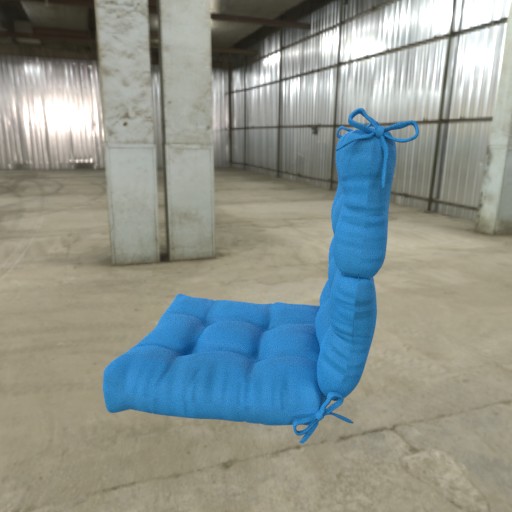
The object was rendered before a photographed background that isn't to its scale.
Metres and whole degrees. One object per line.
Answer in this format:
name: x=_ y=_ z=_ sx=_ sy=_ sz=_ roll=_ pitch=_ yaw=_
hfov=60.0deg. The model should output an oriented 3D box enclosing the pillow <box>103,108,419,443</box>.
pillow: x=0.000 y=0.000 z=1.001 sx=0.571 sy=0.605 sz=0.519 roll=2 pitch=15 yaw=8
